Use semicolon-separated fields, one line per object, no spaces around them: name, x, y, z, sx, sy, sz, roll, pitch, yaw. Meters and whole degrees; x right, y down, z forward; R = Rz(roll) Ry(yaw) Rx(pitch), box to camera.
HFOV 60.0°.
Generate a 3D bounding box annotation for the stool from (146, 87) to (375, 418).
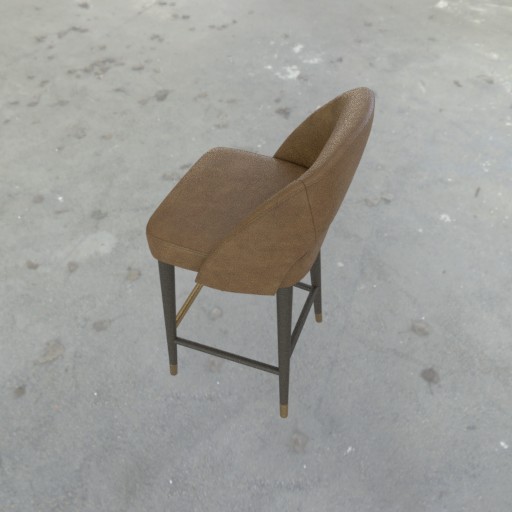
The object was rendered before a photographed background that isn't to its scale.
stool;0.000;0.000;1.337;0.509;1.037;0.494;16;49;15
